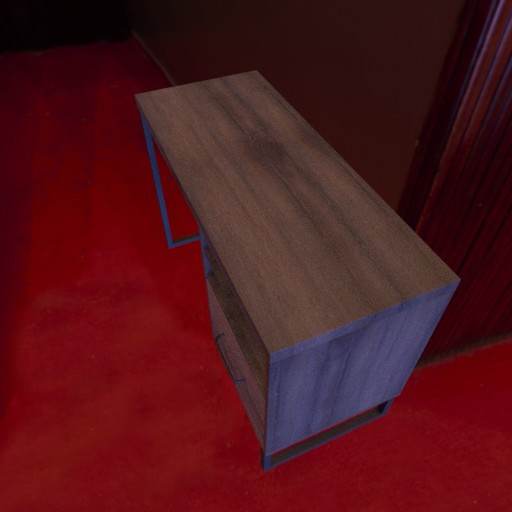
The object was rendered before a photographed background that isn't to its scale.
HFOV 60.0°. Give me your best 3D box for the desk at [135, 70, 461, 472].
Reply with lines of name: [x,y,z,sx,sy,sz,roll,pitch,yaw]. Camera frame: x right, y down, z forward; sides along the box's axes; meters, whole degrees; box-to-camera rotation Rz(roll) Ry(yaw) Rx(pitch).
desk: [0.000,0.000,1.554,0.511,0.752,1.134,-18,50,-16]
